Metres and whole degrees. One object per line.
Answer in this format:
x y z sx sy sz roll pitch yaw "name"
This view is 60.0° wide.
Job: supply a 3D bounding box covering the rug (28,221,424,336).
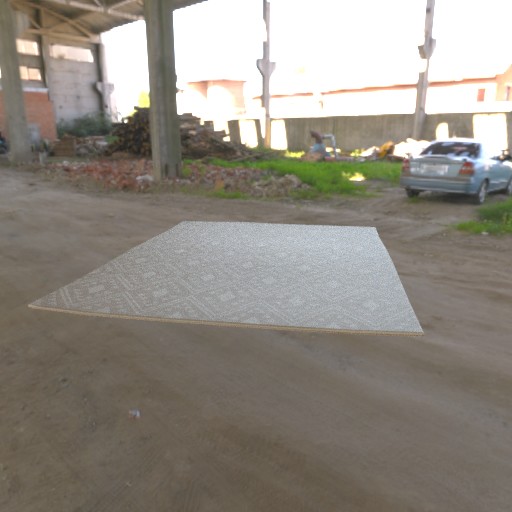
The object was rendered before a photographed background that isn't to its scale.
0.000 0.000 4.022 2.399 0.054 3.011 3 15 9 "rug"
